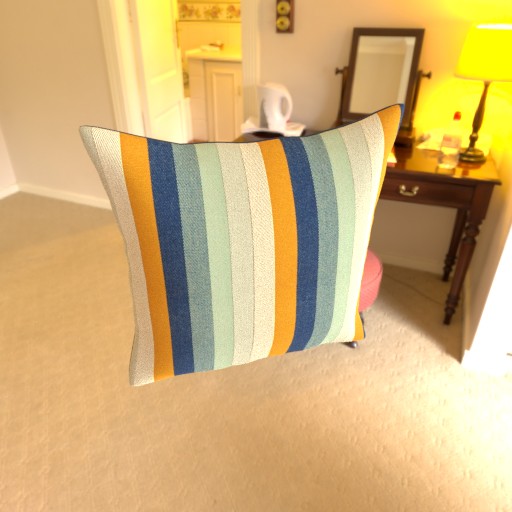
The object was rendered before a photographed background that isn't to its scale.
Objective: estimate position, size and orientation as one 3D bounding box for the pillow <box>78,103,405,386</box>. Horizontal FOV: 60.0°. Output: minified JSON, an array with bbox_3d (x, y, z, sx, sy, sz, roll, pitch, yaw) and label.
[{"bbox_3d":[0.000,0.000,0.723,0.463,0.454,0.173,-8,31,-14],"label":"pillow"}]
